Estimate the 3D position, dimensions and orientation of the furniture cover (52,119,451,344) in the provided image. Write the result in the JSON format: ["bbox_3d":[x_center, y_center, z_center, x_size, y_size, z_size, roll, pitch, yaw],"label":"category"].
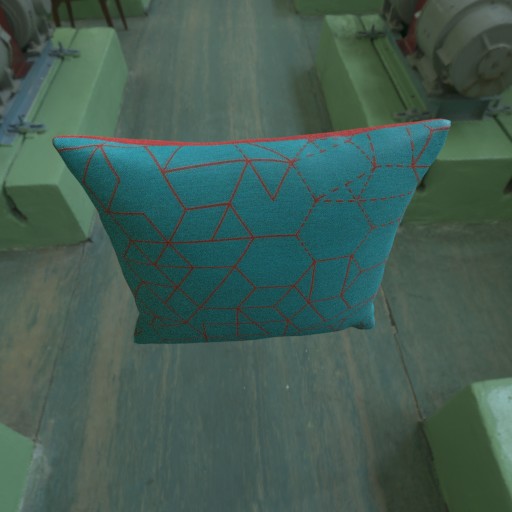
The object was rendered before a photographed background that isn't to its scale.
[{"bbox_3d":[0.000,0.000,0.762,0.517,0.508,0.158,-4,50,-3],"label":"furniture cover"}]
